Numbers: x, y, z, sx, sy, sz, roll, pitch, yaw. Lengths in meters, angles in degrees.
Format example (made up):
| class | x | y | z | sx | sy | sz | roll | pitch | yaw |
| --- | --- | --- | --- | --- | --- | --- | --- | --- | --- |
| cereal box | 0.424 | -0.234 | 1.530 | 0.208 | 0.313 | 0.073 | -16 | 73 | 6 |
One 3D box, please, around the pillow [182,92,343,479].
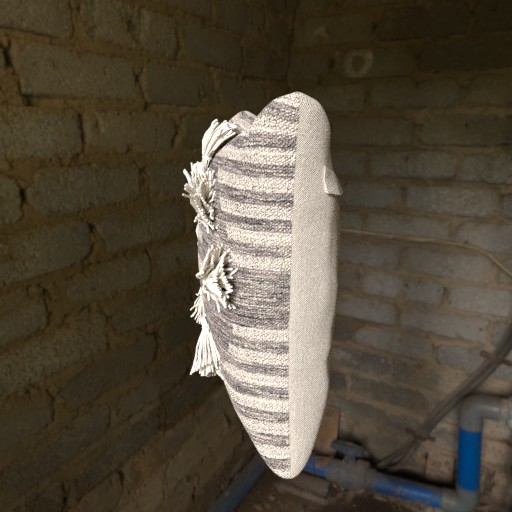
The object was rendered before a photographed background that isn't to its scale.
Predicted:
| class | x | y | z | sx | sy | sz | roll | pitch | yaw |
| --- | --- | --- | --- | --- | --- | --- | --- | --- | --- |
| pillow | 0.000 | 0.000 | 0.750 | 0.234 | 0.490 | 0.484 | -2 | 15 | -8 |
